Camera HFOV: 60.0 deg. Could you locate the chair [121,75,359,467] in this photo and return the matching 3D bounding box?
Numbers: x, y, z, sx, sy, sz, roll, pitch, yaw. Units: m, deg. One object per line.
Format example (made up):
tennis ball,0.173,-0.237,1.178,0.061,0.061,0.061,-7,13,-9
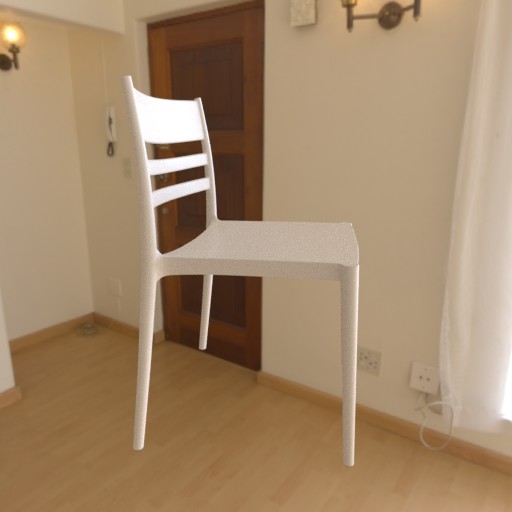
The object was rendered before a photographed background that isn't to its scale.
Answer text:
chair,0.000,0.000,1.118,0.511,0.800,0.531,3,15,10
